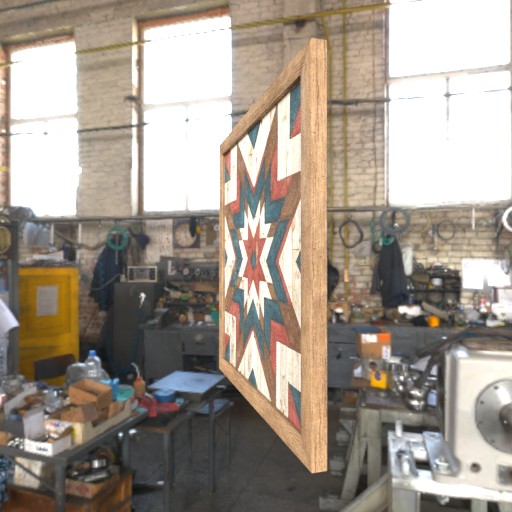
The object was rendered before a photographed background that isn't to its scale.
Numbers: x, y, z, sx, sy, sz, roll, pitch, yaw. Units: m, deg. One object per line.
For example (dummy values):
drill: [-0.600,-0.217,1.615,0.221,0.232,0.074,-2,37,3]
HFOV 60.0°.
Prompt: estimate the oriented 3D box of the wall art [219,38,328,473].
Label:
wall art: [0.000,0.000,1.039,0.029,0.691,0.695,0,0,-17]
